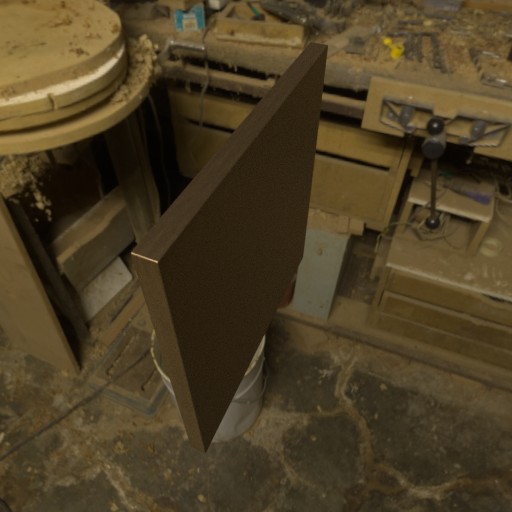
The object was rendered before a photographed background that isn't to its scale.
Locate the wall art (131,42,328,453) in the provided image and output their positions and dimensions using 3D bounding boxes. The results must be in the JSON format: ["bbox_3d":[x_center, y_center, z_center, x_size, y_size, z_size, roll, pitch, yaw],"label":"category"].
[{"bbox_3d":[0.000,0.000,0.743,0.030,0.506,0.503,18,51,16],"label":"wall art"}]
